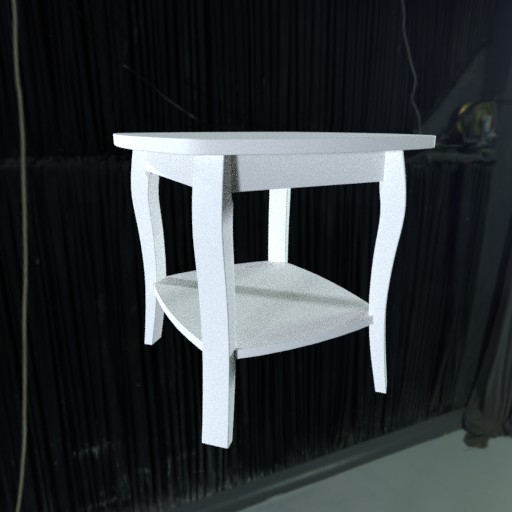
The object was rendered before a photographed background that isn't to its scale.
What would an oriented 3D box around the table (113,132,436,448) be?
[{"bbox_3d":[0.000,0.000,0.824,0.451,0.438,0.502,-8,18,-26],"label":"table"}]
